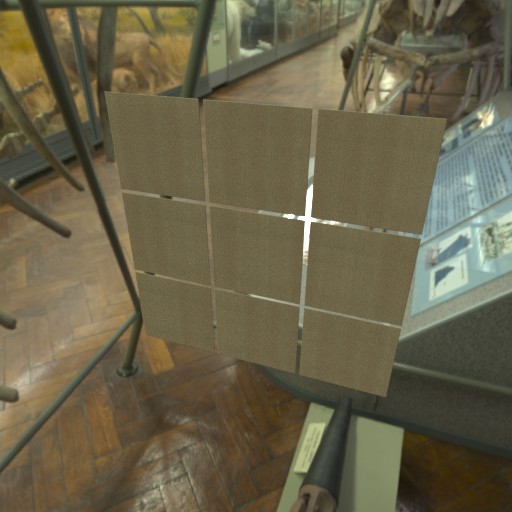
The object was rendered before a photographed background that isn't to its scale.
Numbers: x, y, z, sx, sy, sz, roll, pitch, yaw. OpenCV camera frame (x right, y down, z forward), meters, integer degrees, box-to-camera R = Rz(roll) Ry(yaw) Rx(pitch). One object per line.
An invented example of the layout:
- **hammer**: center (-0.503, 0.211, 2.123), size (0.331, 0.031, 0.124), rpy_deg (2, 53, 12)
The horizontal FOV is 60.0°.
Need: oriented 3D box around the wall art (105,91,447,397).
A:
- **wall art**: center (0.000, 0.000, 2.263), size (1.517, 1.505, 0.002), rpy_deg (11, 33, 17)
